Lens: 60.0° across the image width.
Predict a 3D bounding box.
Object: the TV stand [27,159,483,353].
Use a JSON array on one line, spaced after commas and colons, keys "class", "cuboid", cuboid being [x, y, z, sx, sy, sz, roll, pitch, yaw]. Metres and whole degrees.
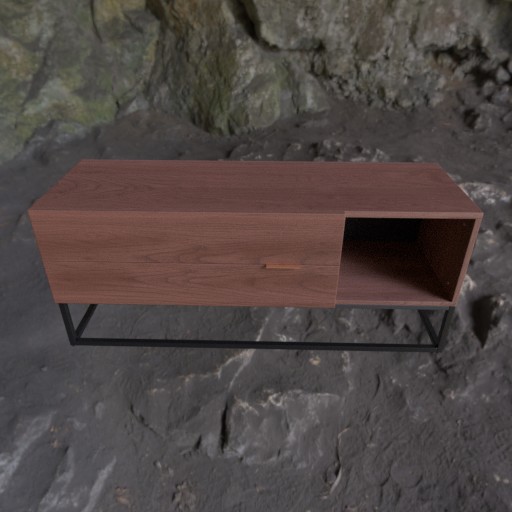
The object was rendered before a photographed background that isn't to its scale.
[{"class": "TV stand", "cuboid": [0.000, 0.000, 1.451, 1.200, 0.500, 0.415, 1, 32, 1]}]
